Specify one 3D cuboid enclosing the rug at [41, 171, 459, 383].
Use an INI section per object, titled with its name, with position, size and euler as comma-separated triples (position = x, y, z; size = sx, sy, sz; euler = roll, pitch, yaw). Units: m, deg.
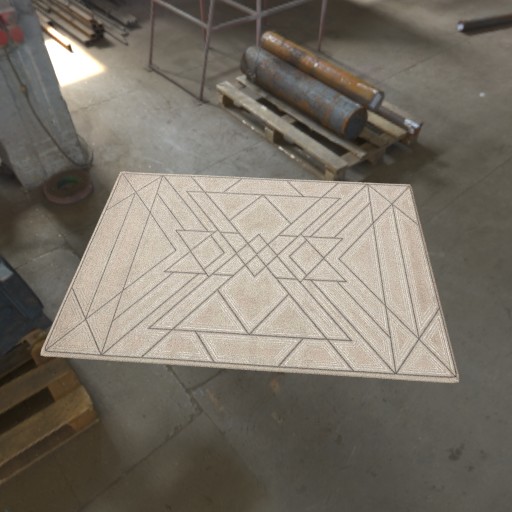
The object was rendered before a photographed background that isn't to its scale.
[rug]
position = 0.000, 0.000, 4.348
size = 3.381, 0.026, 2.436
euler = 3, 48, 3
